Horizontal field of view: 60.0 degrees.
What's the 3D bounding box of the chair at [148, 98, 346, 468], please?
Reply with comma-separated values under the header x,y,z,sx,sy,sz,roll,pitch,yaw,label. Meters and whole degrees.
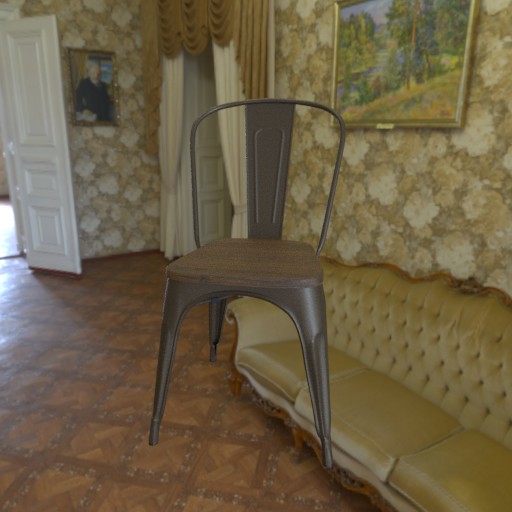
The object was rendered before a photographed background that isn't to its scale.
x,y,z,sx,sy,sz,roll,pitch,yaw,label
0.000,0.000,1.194,0.451,0.844,0.532,3,15,10,chair
